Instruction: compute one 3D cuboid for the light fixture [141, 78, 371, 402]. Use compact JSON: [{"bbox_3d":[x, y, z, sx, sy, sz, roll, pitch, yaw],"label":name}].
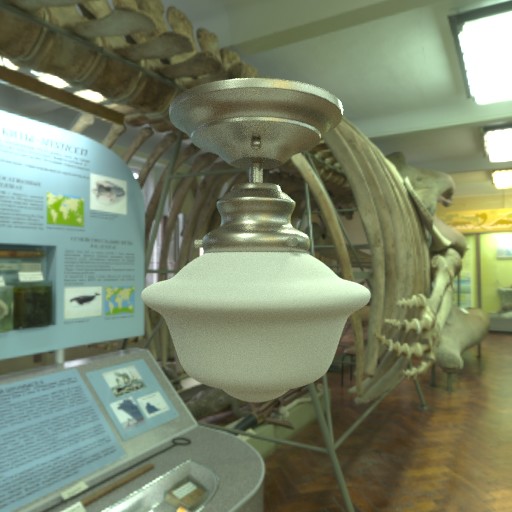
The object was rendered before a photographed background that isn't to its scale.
[{"bbox_3d":[0.000,0.000,0.393,0.199,0.254,0.199,0,-1,0],"label":"light fixture"}]
